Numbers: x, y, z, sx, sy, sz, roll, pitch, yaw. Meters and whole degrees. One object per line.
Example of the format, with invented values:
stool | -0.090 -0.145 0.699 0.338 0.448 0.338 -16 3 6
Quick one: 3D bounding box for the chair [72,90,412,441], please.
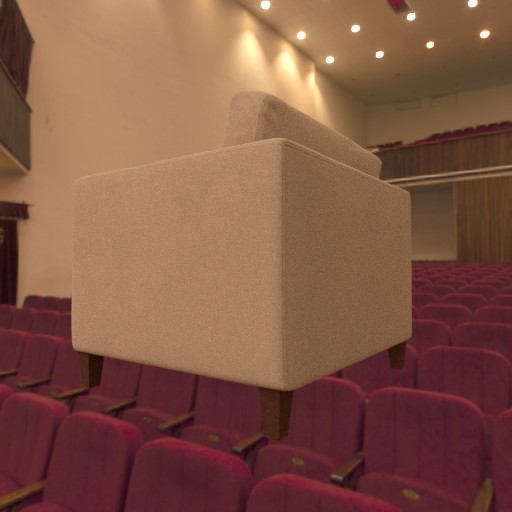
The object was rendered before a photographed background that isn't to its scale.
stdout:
chair | 0.000 0.000 1.793 0.959 0.961 1.107 -1 -1 36
